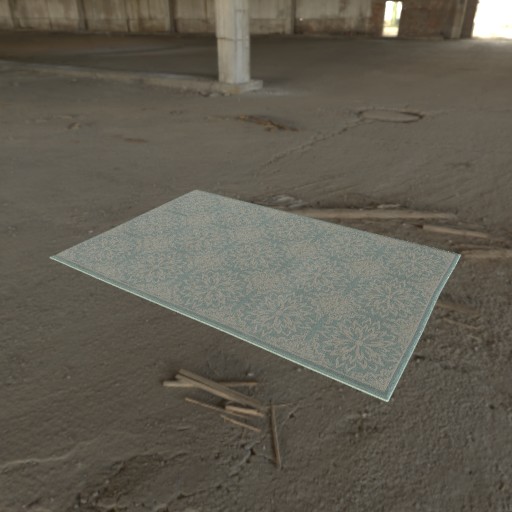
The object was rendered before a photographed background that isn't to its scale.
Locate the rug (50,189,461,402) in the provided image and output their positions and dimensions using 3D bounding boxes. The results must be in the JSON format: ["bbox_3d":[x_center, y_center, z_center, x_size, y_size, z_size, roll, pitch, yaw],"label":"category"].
[{"bbox_3d":[0.000,0.000,2.374,1.840,0.012,1.219,17,33,28],"label":"rug"}]
